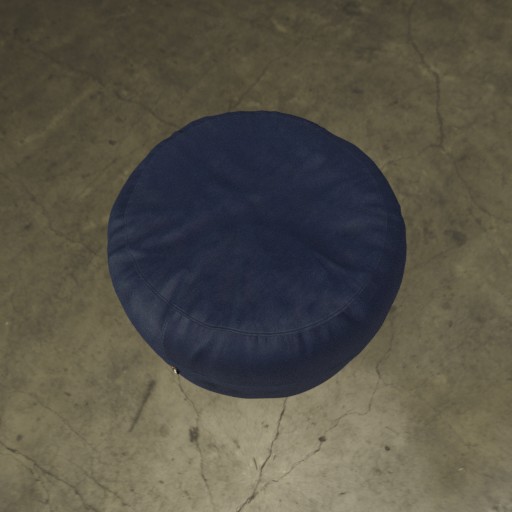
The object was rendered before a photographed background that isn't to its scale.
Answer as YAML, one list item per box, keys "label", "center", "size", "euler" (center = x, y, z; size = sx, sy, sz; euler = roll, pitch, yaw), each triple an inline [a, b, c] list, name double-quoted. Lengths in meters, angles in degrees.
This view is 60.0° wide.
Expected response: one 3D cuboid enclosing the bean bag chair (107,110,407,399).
- label: "bean bag chair"
  center: [0.000, 0.000, 1.988]
  size: [1.219, 0.762, 1.219]
  euler: [0, 63, 0]
